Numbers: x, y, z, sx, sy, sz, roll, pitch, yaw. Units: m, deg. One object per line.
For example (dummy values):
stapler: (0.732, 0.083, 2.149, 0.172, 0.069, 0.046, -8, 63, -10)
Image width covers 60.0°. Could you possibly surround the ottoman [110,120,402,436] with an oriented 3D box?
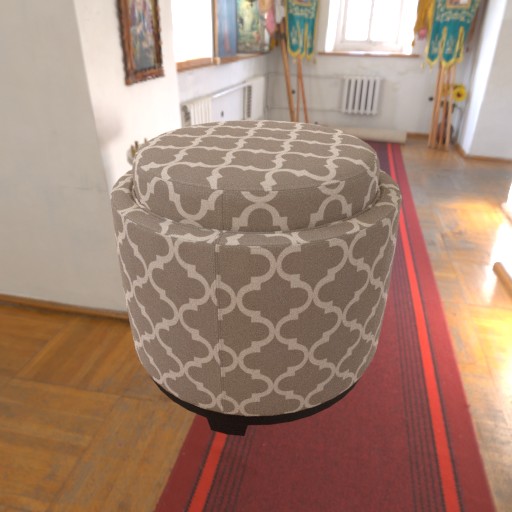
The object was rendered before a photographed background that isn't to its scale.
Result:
ottoman: (0.000, 0.000, 0.815, 0.480, 0.429, 0.480, 0, 29, 0)
